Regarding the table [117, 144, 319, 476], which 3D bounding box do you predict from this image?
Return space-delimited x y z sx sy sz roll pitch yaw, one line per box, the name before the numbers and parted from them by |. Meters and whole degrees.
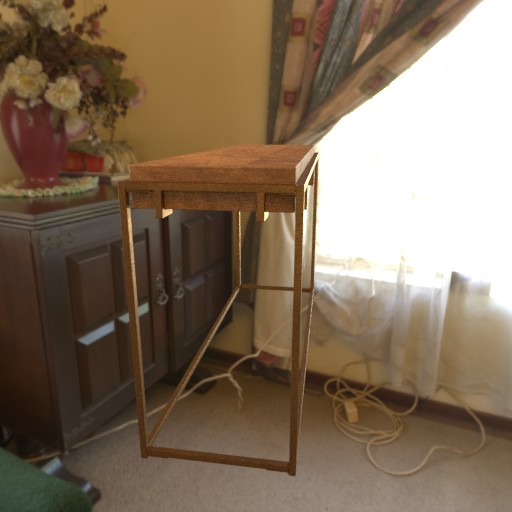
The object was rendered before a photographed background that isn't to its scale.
table | 0.000 0.000 1.781 0.440 0.820 1.400 3 16 9
